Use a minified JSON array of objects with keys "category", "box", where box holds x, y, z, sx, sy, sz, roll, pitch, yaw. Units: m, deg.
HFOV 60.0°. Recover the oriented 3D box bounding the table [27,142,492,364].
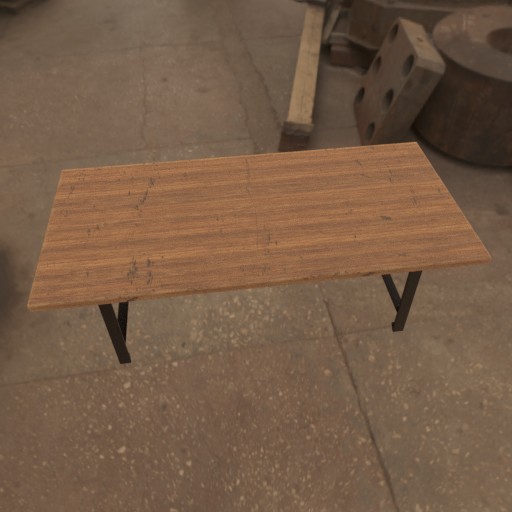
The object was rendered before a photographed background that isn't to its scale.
[{"category":"table","box":[0.000,0.000,2.683,2.200,0.757,1.000,-6,49,-5]}]
